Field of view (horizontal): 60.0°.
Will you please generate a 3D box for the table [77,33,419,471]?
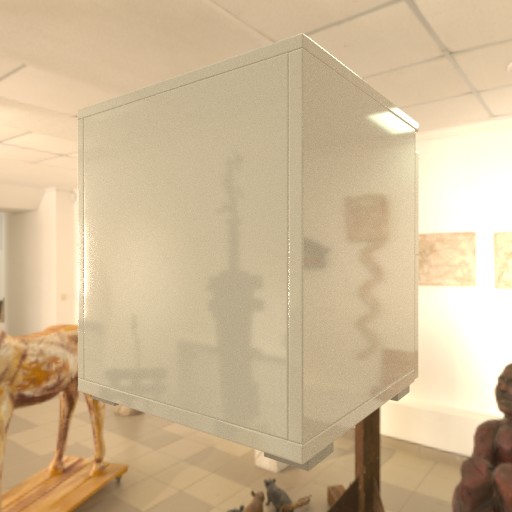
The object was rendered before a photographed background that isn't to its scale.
[{"bbox_3d":[0.000,0.000,0.750,0.420,0.470,0.400,0,0,37],"label":"table"}]
